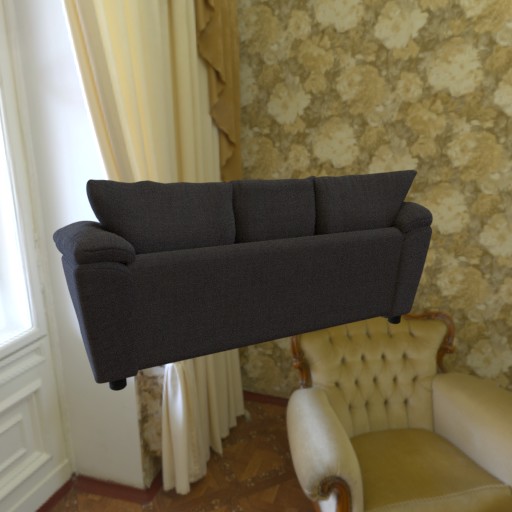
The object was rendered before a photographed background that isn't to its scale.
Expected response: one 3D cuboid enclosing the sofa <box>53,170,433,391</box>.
[{"bbox_3d":[0.000,0.000,2.868,2.336,1.080,0.883,-7,16,-26],"label":"sofa"}]
